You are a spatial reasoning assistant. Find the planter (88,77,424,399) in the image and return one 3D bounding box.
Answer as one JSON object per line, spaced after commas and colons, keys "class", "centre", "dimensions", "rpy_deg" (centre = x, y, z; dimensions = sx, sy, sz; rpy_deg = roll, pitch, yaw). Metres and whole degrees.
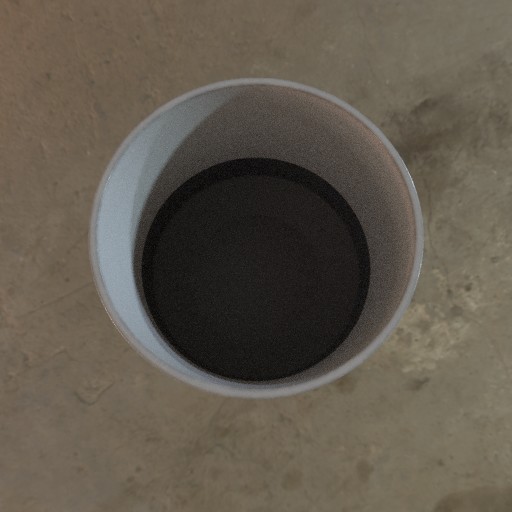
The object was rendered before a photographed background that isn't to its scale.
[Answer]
{"class": "planter", "centre": [0.000, 0.000, 0.221], "dimensions": [0.128, 0.105, 0.128], "rpy_deg": [0, 76, 0]}
